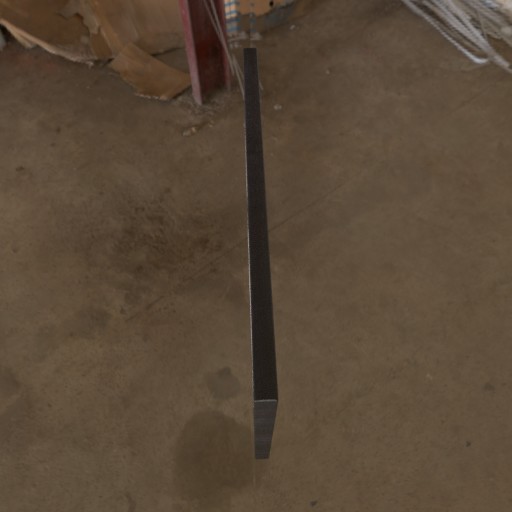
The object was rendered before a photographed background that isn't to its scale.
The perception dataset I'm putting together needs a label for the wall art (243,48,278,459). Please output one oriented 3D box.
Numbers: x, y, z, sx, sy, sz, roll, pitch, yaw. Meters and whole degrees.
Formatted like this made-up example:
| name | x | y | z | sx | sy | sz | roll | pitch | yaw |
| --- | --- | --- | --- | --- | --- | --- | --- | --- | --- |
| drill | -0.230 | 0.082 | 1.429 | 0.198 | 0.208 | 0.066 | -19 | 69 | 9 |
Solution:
| name | x | y | z | sx | sy | sz | roll | pitch | yaw |
| --- | --- | --- | --- | --- | --- | --- | --- | --- | --- |
| wall art | 0.000 | 0.000 | 1.180 | 0.038 | 0.612 | 0.912 | -2 | 58 | -1 |
